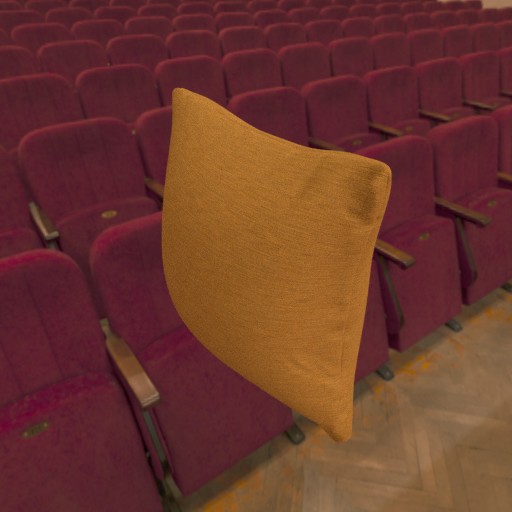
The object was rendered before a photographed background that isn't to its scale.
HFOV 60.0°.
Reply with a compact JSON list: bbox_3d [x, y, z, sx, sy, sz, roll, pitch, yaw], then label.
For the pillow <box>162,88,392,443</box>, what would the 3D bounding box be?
[{"bbox_3d":[0.000,0.000,0.667,0.247,0.417,0.435,-21,38,-29],"label":"pillow"}]
